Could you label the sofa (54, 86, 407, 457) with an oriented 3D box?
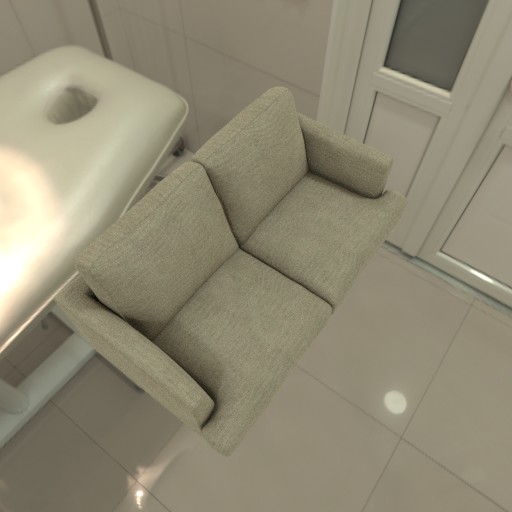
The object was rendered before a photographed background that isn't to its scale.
[{"bbox_3d":[0.000,0.000,2.162,0.903,0.944,1.582,32,62,19],"label":"sofa"}]
